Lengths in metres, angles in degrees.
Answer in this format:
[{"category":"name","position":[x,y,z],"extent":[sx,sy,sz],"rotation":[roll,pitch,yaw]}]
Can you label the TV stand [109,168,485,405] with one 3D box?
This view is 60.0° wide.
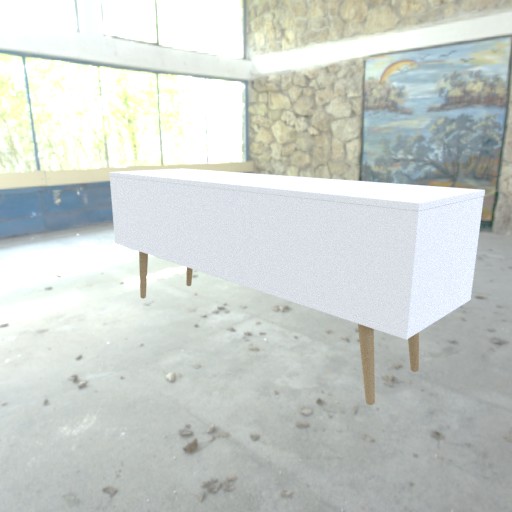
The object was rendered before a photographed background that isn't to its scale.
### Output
[{"category":"TV stand","position":[0.000,0.000,1.627],"extent":[0.401,0.560,1.398],"rotation":[-14,20,-43]}]
